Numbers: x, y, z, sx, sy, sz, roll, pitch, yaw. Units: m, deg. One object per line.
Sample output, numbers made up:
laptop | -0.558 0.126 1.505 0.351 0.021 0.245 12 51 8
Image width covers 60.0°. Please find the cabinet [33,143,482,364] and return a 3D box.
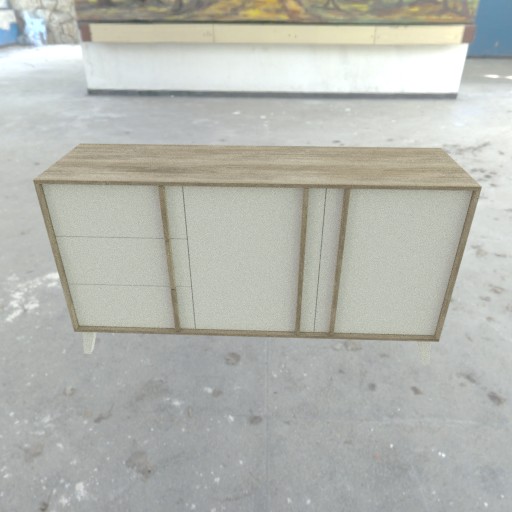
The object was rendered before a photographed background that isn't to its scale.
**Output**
cabinet | 0.000 0.000 1.993 1.600 0.870 0.450 1 31 2
